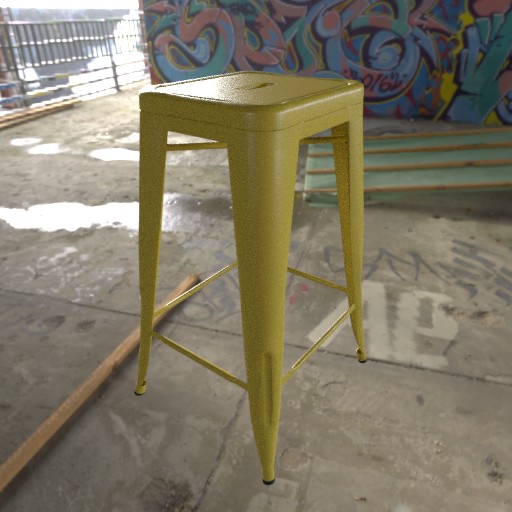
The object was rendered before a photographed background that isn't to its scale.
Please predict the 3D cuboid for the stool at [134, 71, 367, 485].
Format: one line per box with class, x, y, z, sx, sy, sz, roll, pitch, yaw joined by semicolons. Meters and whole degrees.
stool;0.000;0.000;0.835;0.359;0.609;0.399;20;35;31
